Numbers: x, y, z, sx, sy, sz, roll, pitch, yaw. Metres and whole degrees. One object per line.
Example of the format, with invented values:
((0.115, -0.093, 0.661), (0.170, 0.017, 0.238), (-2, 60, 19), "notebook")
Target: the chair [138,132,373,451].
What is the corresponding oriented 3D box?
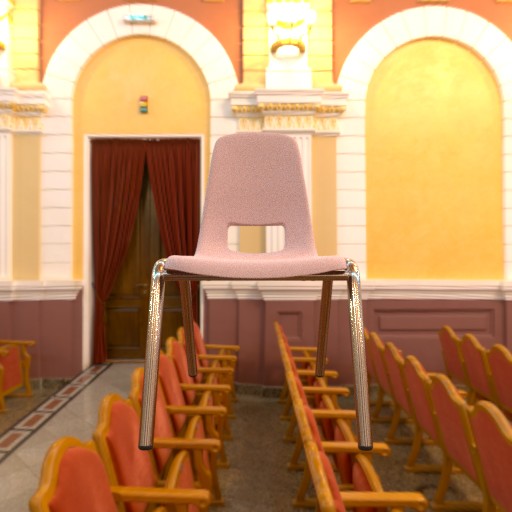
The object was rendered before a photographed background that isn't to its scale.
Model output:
((0.000, 0.000, 0.868), (0.354, 0.586, 0.423), (0, 0, 0), "chair")
